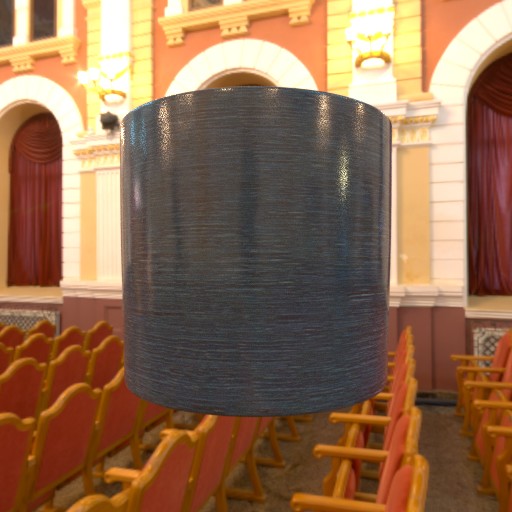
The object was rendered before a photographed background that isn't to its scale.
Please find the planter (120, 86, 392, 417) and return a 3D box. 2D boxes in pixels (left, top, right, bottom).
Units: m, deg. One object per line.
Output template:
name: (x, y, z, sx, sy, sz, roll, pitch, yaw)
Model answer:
planter: (0.000, 0.000, 0.375, 0.221, 0.201, 0.221, 0, -1, 0)
